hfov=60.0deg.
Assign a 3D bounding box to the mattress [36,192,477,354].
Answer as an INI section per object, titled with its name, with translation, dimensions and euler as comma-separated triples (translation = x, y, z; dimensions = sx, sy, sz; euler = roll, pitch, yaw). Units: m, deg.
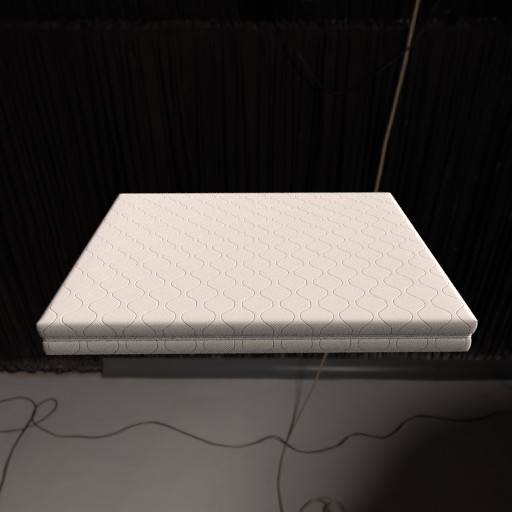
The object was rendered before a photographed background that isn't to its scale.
[mattress]
translation = 0.000, 0.000, 2.536
dimensions = 1.900, 0.200, 1.400
euler = 0, 31, -1
